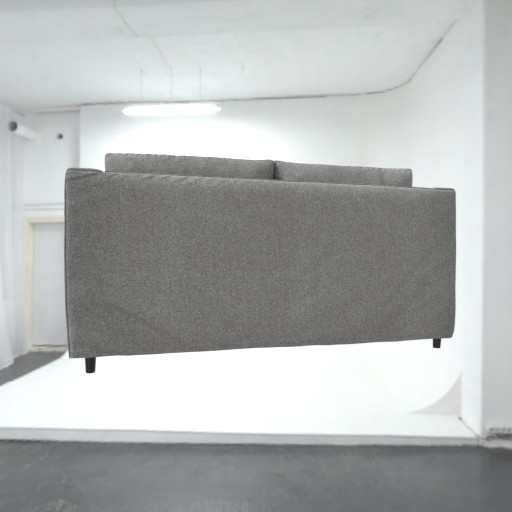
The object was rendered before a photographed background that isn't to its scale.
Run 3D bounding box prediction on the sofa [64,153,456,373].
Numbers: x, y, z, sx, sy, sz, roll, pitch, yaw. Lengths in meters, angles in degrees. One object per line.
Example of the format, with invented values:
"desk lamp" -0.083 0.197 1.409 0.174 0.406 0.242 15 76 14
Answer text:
"sofa" 0.000 0.000 2.633 2.010 1.018 1.072 0 0 -17
